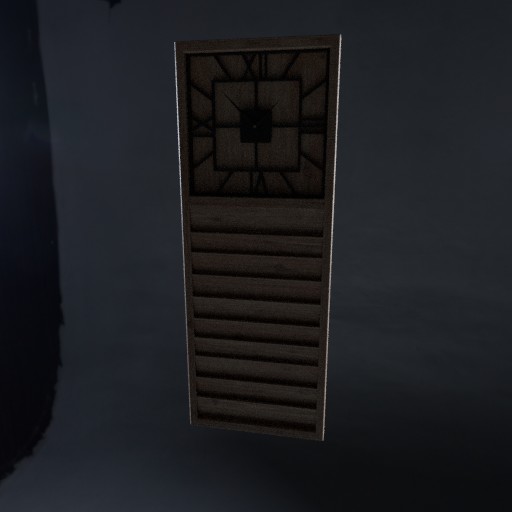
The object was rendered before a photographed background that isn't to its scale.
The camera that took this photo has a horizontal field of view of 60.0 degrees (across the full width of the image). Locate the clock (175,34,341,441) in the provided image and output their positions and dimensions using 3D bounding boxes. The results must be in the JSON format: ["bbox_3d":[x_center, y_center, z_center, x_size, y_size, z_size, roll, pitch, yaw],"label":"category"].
[{"bbox_3d":[0.000,0.000,1.076,0.361,0.965,0.030,3,15,11],"label":"clock"}]
